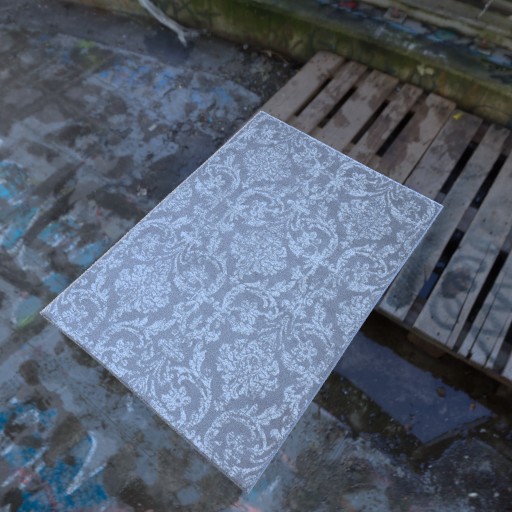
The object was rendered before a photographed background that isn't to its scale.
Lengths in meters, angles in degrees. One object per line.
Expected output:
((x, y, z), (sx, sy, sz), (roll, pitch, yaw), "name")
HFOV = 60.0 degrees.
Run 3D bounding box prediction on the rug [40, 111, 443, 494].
((0.000, 0.000, 2.855), (1.578, 0.014, 2.206), (33, 65, 18), "rug")
